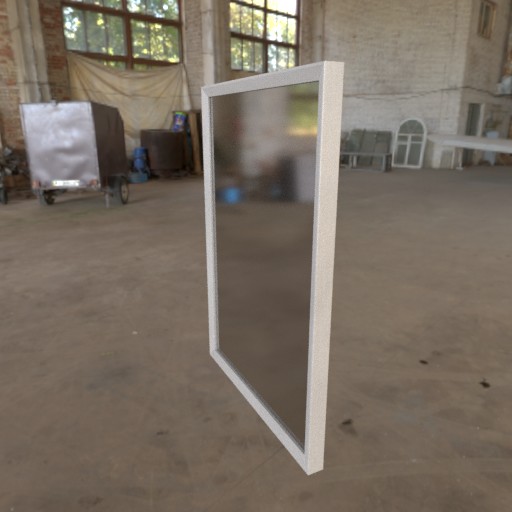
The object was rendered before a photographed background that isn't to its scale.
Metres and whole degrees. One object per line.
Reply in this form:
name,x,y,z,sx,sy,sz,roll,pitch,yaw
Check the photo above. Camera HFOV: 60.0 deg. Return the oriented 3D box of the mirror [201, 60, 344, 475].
mirror,0.000,0.000,0.947,0.039,0.710,0.507,-8,18,-25
